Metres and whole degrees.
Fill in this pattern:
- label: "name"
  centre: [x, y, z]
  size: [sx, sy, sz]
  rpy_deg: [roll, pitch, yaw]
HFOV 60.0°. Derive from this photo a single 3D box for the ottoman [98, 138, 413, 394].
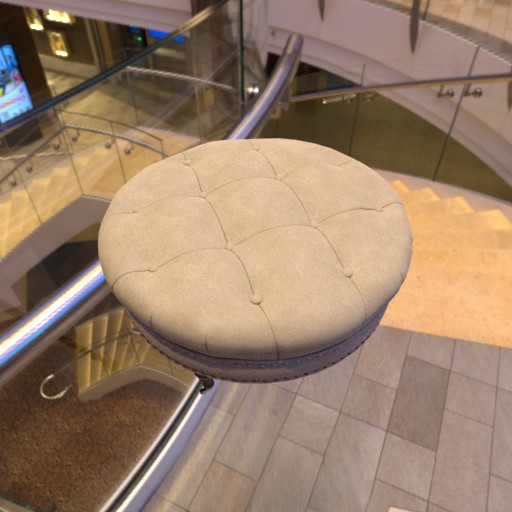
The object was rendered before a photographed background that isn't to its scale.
- label: "ottoman"
  centre: [0.000, 0.000, 1.406]
  size: [0.901, 0.439, 0.901]
  rpy_deg: [0, 45, 0]
